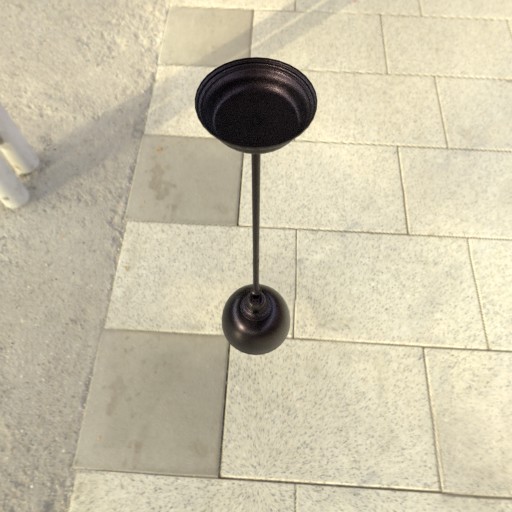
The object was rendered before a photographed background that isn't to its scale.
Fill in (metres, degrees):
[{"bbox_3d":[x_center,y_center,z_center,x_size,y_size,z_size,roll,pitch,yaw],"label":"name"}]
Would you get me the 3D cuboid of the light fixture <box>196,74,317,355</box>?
[{"bbox_3d":[0.000,0.000,0.834,0.182,0.768,0.182,1,63,0],"label":"light fixture"}]
